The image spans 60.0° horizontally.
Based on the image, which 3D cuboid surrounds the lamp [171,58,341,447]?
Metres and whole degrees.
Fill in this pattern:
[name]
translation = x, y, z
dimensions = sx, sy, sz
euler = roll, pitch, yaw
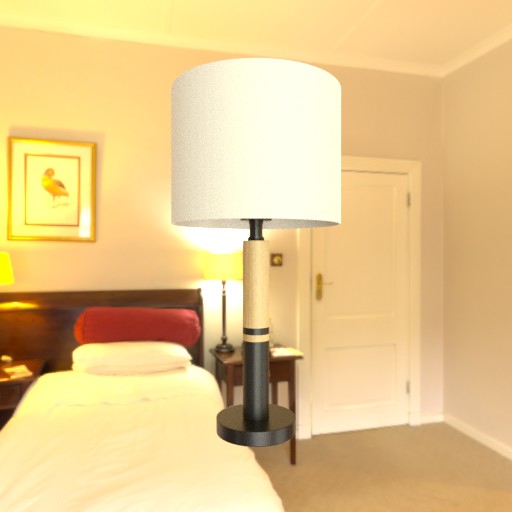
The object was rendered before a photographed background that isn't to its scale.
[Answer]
[lamp]
translation = 0.000, 0.000, 0.812
dimensions = 0.305, 0.640, 0.305
euler = 0, 0, 36
